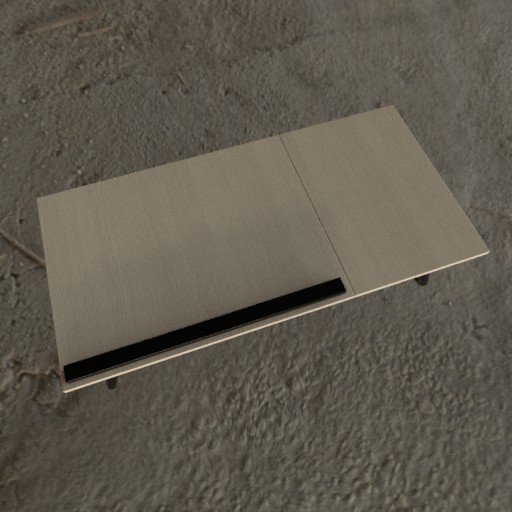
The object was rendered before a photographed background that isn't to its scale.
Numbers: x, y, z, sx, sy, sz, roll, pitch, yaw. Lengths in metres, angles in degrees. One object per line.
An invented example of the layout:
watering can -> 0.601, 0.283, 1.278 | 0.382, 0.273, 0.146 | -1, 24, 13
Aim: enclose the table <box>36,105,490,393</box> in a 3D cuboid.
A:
table -> 0.000, 0.000, 0.792 | 0.644, 0.242, 0.322 | -17, 64, -9
